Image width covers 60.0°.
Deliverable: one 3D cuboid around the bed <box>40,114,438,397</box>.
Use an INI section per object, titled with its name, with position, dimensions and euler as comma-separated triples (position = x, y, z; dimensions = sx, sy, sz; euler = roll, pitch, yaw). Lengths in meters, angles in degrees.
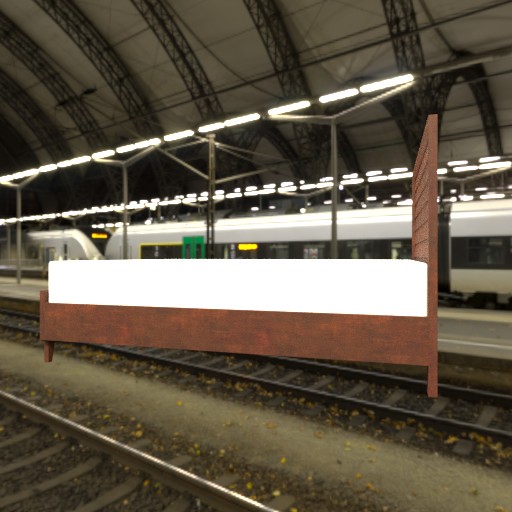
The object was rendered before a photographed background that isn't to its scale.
[bed]
position = 0.000, 0.000, 3.068
dimensions = 2.184, 1.270, 1.600
euler = 0, 0, 17
